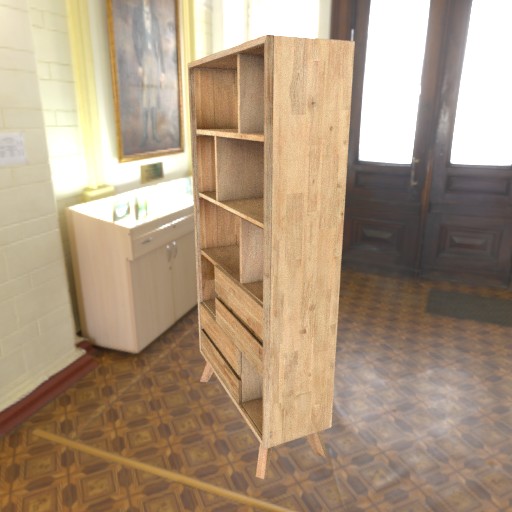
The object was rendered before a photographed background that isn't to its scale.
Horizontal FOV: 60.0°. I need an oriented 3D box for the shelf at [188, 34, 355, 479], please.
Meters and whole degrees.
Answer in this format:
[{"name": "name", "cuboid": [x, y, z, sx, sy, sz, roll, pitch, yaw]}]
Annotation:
[{"name": "shelf", "cuboid": [0.000, 0.000, 1.762, 0.308, 1.471, 0.748, -8, 19, -23]}]
